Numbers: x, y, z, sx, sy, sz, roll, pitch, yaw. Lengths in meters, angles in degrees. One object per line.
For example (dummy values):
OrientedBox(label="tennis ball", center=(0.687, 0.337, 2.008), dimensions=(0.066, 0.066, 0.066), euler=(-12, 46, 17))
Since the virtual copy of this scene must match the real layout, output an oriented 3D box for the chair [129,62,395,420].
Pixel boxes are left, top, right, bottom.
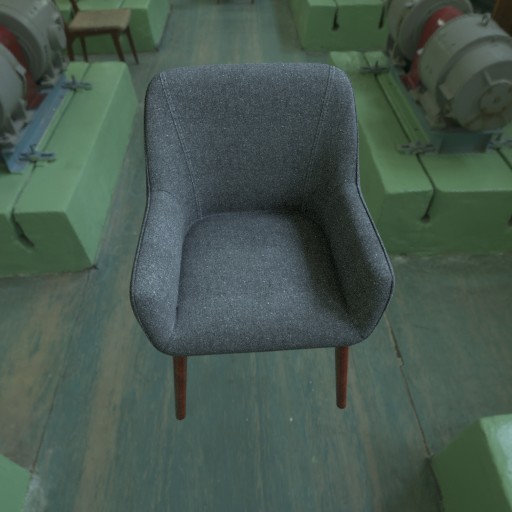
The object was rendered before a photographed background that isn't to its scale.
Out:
OrientedBox(label="chair", center=(0.000, 0.000, 1.159), dimensions=(0.543, 0.803, 0.519), euler=(-3, 46, -3))
